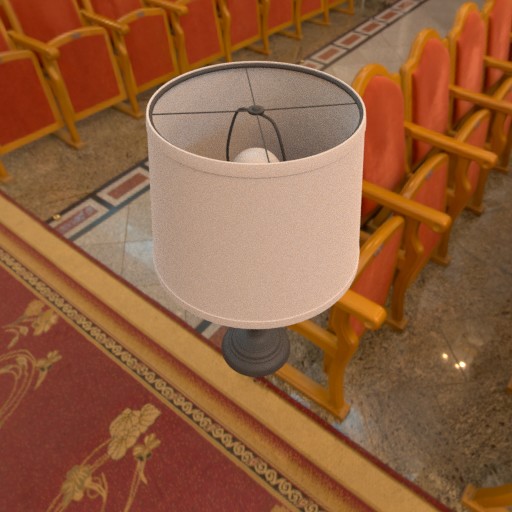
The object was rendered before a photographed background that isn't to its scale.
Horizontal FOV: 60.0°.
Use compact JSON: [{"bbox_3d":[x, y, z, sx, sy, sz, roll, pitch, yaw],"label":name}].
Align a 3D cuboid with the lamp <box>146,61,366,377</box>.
[{"bbox_3d":[0.000,0.000,0.693,0.310,0.501,0.310,0,45,0],"label":"lamp"}]
